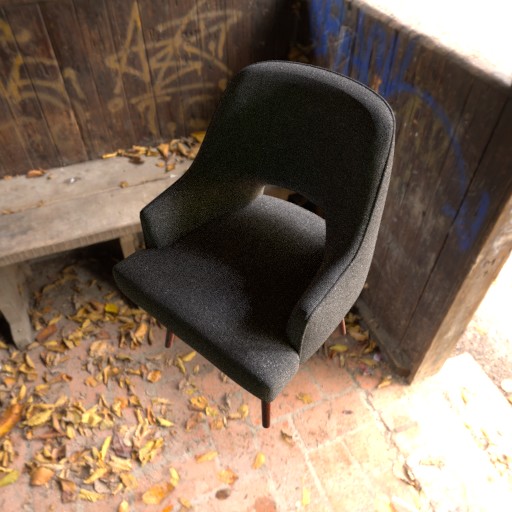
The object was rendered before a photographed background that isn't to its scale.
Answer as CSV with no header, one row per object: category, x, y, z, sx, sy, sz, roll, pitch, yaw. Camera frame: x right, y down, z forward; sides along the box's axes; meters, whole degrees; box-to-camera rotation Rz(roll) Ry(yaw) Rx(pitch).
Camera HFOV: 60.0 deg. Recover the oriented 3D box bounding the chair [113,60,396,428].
chair,0.000,0.000,1.283,0.608,0.875,0.629,31,54,26
